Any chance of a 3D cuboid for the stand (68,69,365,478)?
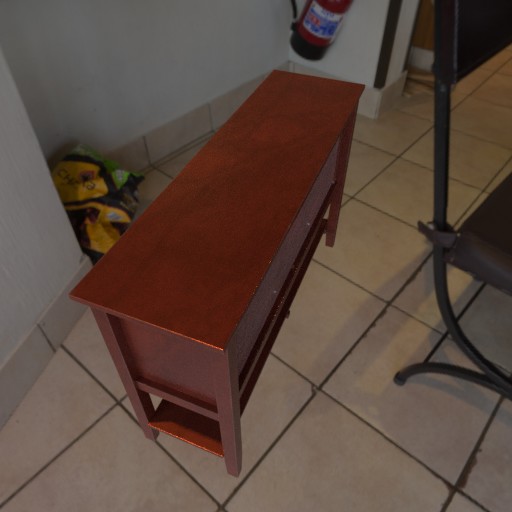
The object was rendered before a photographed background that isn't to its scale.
[{"bbox_3d":[0.000,0.000,1.728,0.410,0.872,1.362,16,47,15],"label":"stand"}]
